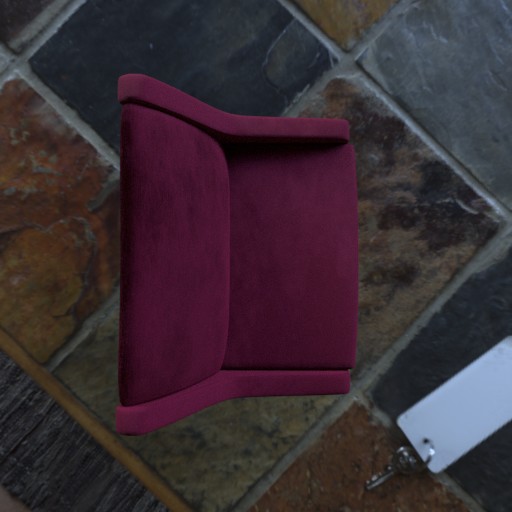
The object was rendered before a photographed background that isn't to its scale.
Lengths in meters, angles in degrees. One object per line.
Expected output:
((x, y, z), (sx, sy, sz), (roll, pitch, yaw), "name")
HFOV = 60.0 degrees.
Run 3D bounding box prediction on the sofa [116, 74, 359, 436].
((0.000, 0.000, 1.969), (0.946, 0.976, 1.242), (0, 89, 1), "sofa")
